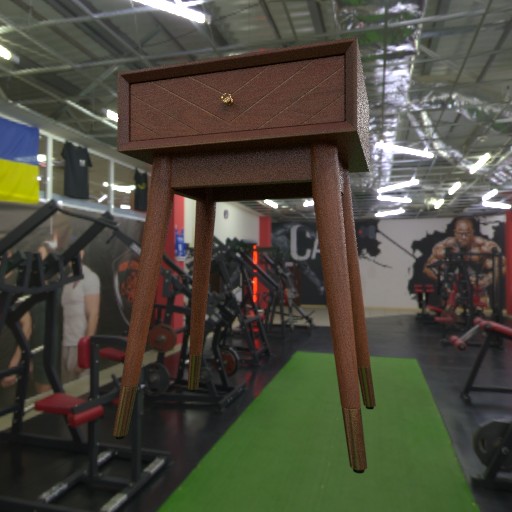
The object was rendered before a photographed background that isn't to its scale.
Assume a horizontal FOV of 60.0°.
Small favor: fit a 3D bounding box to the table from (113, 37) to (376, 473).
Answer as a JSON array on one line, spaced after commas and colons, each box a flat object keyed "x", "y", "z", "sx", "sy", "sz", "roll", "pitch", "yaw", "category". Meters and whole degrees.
[{"x": 0.000, "y": 0.000, "z": 0.803, "sx": 0.406, "sy": 0.599, "sz": 0.300, "roll": 0, "pitch": -1, "yaw": 17, "category": "table"}]
